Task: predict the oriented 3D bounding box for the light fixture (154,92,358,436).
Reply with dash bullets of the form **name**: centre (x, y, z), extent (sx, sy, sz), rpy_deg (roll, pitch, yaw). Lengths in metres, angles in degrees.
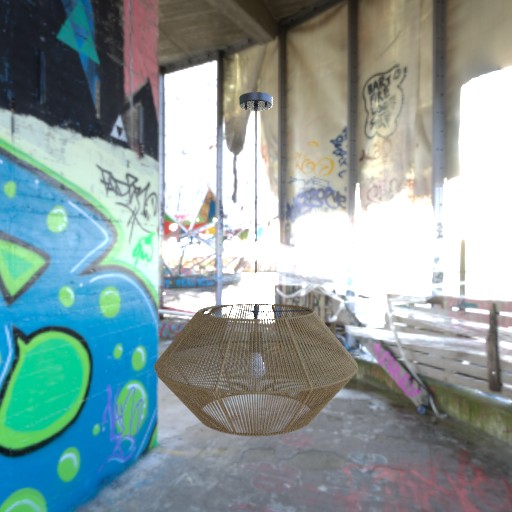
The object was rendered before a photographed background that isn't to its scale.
- **light fixture**: centre (0.000, 0.000, 1.422), extent (0.643, 1.009, 0.643), rpy_deg (0, 1, 0)
